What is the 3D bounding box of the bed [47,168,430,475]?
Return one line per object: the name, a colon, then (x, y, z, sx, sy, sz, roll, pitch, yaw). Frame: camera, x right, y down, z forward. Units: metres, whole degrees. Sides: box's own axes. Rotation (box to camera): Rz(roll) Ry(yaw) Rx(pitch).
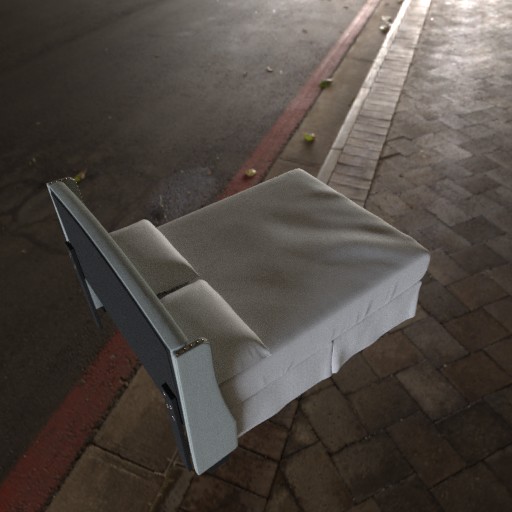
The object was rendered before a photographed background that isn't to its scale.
bed: (0.000, 0.000, 3.309, 2.237, 1.407, 1.710, -27, 49, -26)
